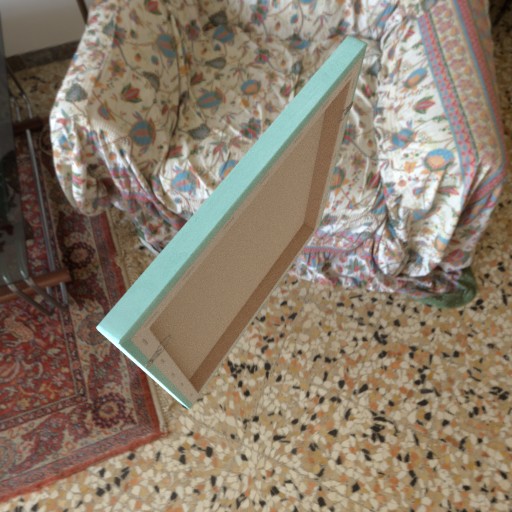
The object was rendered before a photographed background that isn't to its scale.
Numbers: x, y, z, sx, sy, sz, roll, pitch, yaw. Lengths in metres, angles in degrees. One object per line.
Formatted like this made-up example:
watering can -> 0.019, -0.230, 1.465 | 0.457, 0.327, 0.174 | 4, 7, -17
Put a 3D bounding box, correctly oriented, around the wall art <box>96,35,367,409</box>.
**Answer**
wall art -> 0.000, 0.000, 1.128 | 0.054, 0.766, 0.765 | 31, 68, 14
